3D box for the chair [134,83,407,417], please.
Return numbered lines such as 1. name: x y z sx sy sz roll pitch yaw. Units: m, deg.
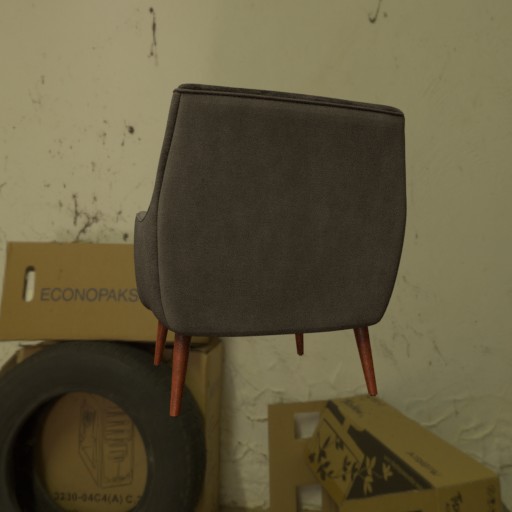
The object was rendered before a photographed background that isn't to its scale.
1. chair: 0.000 0.000 1.466 0.762 0.838 0.787 0 0 -17
